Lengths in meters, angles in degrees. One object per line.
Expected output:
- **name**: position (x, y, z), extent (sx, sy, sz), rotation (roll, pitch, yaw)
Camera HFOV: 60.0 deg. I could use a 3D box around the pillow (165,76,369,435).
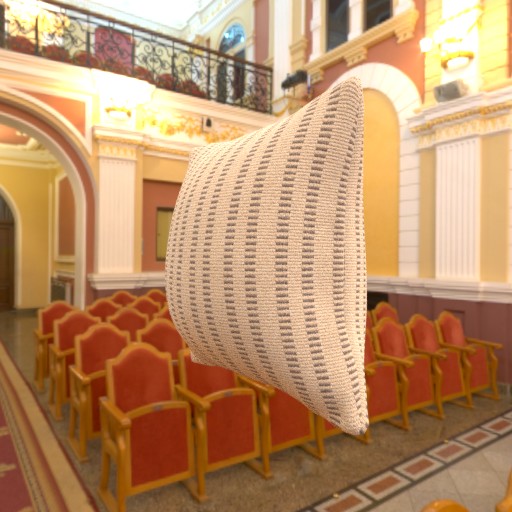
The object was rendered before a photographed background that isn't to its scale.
- **pillow**: position (0.000, 0.000, 0.689), extent (0.247, 0.419, 0.438), rotation (0, 0, -34)
